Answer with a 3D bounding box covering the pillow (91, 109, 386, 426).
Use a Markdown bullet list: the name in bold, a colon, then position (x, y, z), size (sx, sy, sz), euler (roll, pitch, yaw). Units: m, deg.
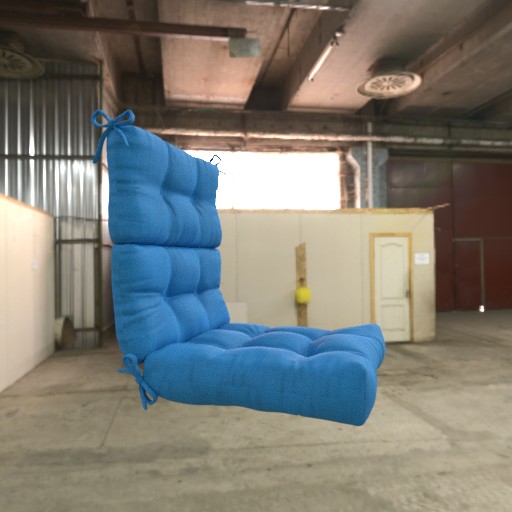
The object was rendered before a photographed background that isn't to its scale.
- **pillow**: position (0.000, 0.000, 1.045), size (0.571, 0.605, 0.519), euler (0, 0, 19)
